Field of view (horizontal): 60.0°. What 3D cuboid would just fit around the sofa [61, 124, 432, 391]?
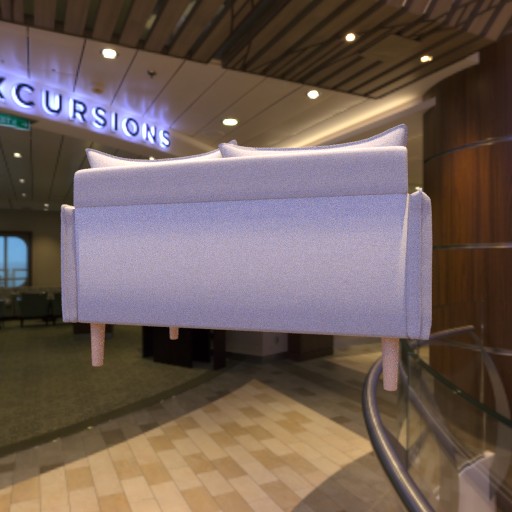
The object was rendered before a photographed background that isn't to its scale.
[{"bbox_3d":[0.000,0.000,1.831,1.300,0.840,0.820,0,-1,17],"label":"sofa"}]
